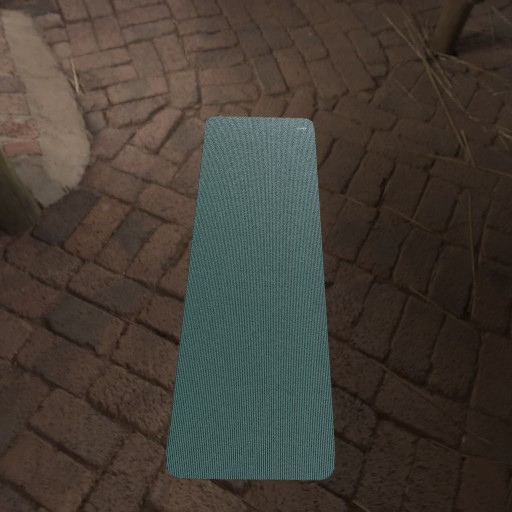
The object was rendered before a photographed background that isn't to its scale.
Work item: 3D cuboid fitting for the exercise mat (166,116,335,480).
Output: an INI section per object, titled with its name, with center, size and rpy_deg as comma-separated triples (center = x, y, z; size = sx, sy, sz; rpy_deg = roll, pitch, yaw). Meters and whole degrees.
[exercise mat]
center = 0.000, 0.000, 2.066
size = 0.616, 0.021, 1.869
rpy_deg = 1, 59, 1
